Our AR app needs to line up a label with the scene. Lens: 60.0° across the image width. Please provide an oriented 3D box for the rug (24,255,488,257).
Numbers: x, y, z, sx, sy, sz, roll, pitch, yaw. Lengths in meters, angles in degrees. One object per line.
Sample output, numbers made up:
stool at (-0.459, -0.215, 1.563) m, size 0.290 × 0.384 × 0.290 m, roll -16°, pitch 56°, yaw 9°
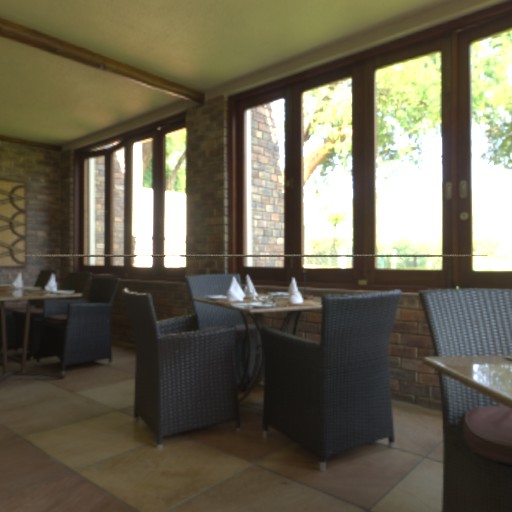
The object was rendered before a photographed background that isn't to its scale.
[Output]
rug at (0.000, 0.000, 2.670) m, size 2.437 × 0.005 × 0.688 m, roll 0°, pitch -1°, yaw 0°
